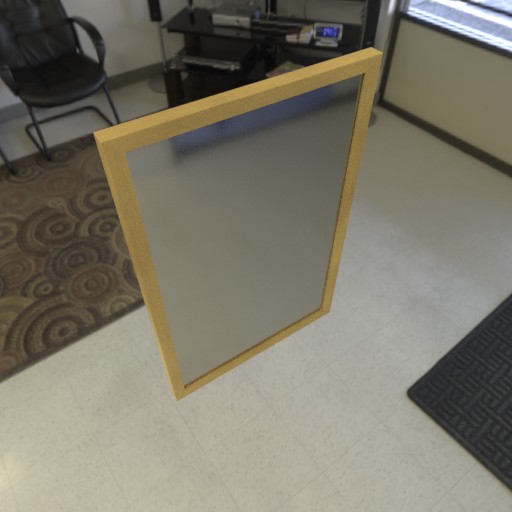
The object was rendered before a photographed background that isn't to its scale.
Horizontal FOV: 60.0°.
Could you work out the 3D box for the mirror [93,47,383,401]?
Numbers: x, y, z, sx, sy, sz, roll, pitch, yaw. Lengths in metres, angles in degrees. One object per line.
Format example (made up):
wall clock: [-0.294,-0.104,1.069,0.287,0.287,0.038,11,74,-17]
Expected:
mirror: [0.000,0.000,1.154,0.609,0.915,0.040,-26,52,-22]
